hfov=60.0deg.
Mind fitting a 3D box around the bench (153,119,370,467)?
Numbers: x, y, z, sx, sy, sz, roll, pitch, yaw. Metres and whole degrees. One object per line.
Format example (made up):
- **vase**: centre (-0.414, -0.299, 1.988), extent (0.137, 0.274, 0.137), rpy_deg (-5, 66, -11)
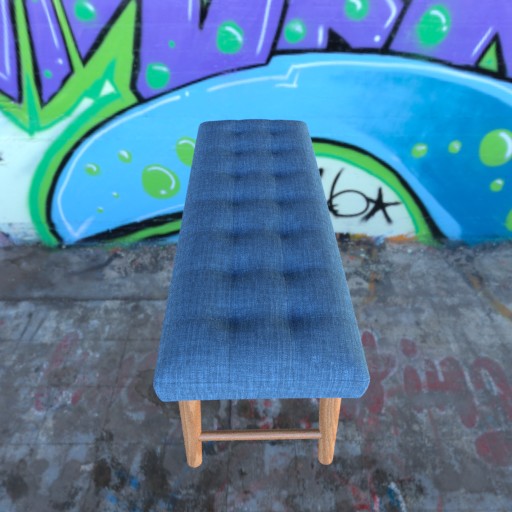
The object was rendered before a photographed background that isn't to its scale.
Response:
- **bench**: centre (0.000, 0.000, 1.348), extent (0.406, 0.432, 1.118), rpy_deg (-1, 41, -1)
